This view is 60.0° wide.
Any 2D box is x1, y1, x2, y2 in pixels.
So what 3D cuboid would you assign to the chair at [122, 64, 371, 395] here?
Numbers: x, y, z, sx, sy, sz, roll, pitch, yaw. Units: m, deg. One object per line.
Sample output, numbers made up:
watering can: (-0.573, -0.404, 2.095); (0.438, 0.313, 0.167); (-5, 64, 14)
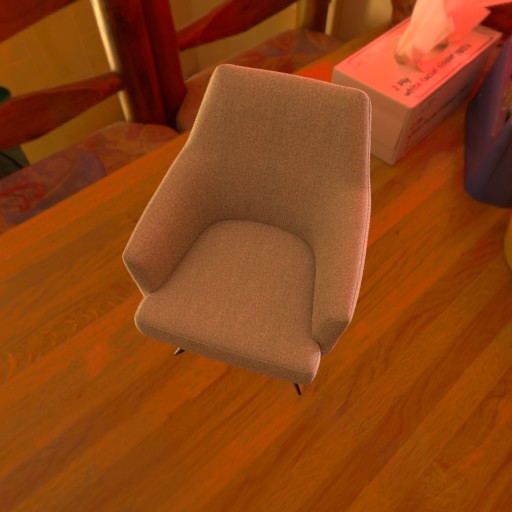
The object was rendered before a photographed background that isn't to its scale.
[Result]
chair: (0.000, 0.000, 1.395); (0.642, 0.874, 0.677); (15, 57, 10)
